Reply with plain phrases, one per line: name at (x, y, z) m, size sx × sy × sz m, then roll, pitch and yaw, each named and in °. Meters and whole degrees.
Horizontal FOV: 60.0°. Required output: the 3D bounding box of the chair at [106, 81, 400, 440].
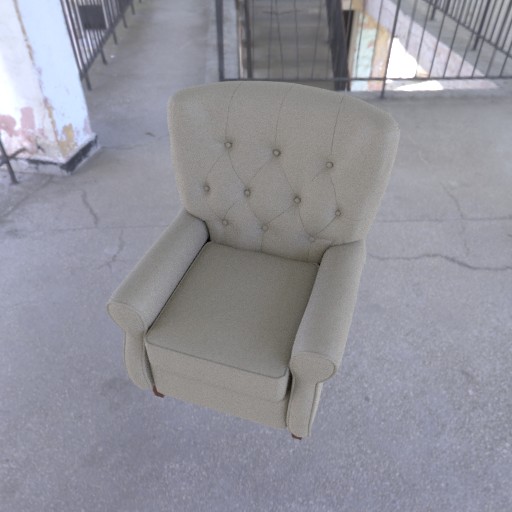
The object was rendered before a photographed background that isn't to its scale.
chair at (0.000, 0.000, 1.872) m, size 0.943 × 1.158 × 1.059 m, roll 12°, pitch 42°, yaw 14°
